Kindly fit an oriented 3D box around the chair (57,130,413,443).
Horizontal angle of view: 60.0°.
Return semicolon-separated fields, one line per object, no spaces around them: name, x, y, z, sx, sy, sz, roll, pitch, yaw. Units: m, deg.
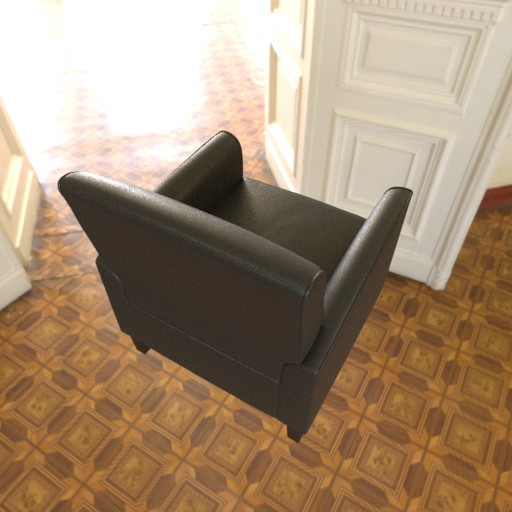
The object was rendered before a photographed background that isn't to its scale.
chair;0.000;0.000;1.577;0.820;0.916;0.819;23;50;21
